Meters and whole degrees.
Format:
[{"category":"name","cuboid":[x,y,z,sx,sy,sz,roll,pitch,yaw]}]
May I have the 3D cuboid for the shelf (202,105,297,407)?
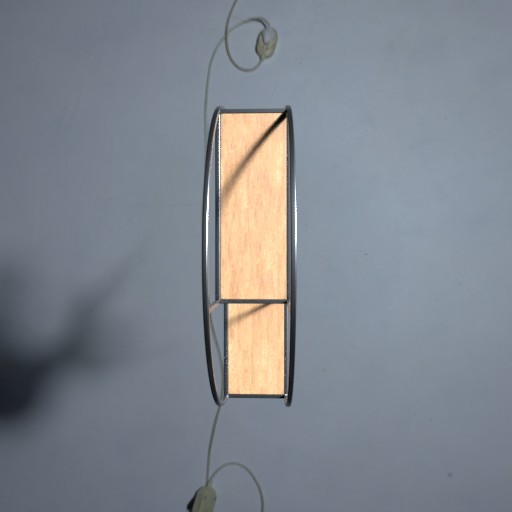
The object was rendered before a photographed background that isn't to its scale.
[{"category":"shelf","cuboid":[0.000,0.000,1.381,0.202,0.888,0.888,0,90,2]}]
